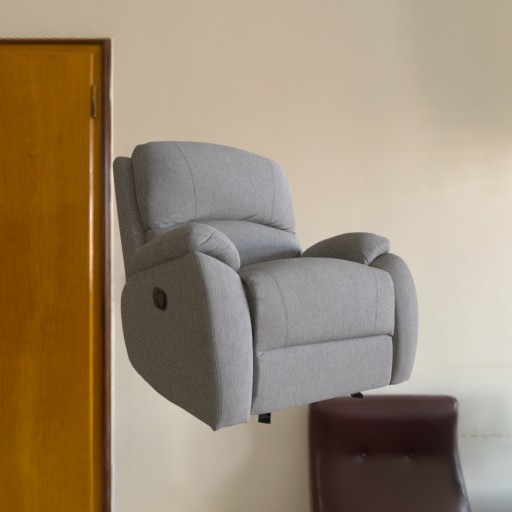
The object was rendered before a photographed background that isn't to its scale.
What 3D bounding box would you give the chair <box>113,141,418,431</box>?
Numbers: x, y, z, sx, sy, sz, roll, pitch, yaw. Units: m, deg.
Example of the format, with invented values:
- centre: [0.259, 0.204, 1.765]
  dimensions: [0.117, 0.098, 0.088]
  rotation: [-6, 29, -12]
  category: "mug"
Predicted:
- centre: [0.000, 0.000, 1.753]
  dimensions: [0.930, 1.011, 0.899]
  rotation: [0, 0, -35]
  category: "chair"
